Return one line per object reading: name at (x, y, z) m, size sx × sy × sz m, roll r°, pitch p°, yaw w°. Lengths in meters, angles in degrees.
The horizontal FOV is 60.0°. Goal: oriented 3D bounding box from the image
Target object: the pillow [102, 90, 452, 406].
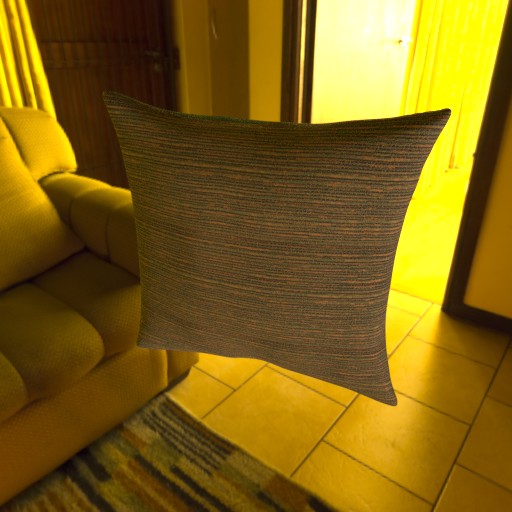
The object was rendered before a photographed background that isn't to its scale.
pillow at (0.000, 0.000, 0.730) m, size 0.514 × 0.497 × 0.150 m, roll 8°, pitch 27°, yaw 17°
